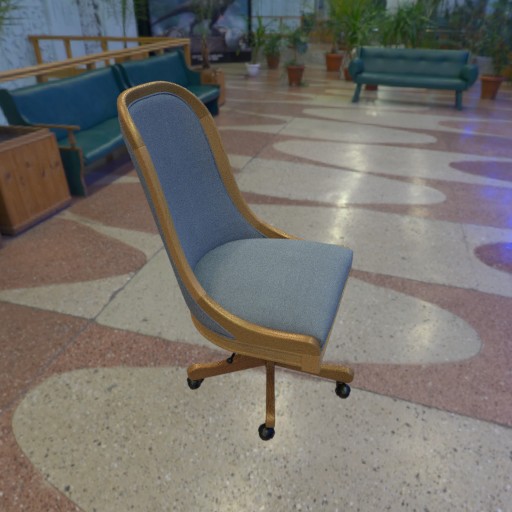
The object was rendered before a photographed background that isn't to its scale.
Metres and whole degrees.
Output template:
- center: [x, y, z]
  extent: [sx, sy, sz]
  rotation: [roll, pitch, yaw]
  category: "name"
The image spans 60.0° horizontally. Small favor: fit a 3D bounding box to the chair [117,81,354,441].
- center: [0.000, 0.000, 1.464]
  extent: [0.735, 1.031, 0.605]
  rotation: [10, 32, 17]
  category: "chair"
